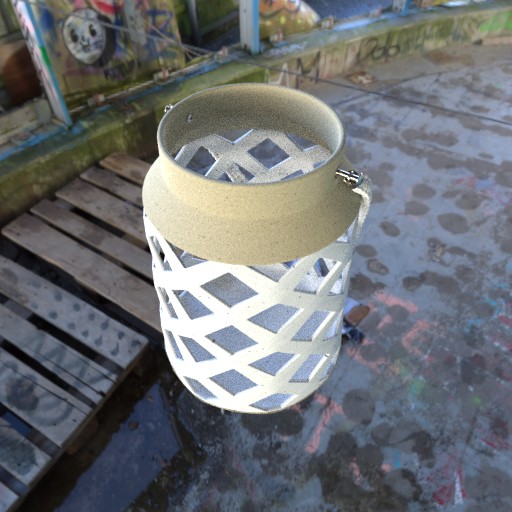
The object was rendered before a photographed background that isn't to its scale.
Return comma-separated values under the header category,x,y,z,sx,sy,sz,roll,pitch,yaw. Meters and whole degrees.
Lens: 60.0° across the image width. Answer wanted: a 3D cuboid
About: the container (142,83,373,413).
category,x,y,z,sx,sy,sz,roll,pitch,yaw
container,0.000,0.000,0.395,0.188,0.264,0.198,26,53,21
